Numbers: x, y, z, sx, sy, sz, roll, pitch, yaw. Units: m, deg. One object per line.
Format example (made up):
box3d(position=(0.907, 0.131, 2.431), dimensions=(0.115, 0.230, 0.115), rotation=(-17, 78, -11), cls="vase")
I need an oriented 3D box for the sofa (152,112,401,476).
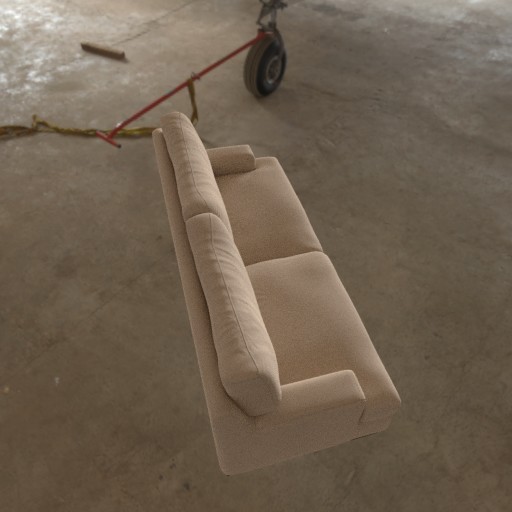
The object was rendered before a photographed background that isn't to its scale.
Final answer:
box3d(position=(0.000, 0.000, 2.688), dimensions=(0.929, 0.925, 2.147), rotation=(-11, 49, -10), cls="sofa")
